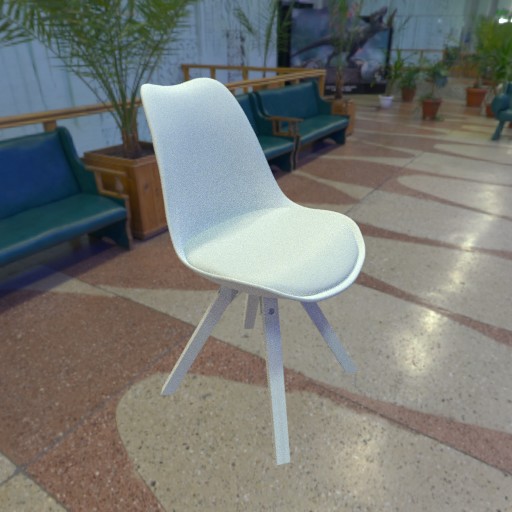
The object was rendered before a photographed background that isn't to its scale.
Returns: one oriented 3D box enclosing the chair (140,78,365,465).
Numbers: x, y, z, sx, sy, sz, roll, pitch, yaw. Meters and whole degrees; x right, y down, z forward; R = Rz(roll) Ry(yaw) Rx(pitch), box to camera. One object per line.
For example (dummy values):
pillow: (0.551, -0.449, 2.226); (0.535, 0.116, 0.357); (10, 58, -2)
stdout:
chair: (0.000, 0.000, 1.187); (0.550, 0.850, 0.485); (18, 32, 31)
